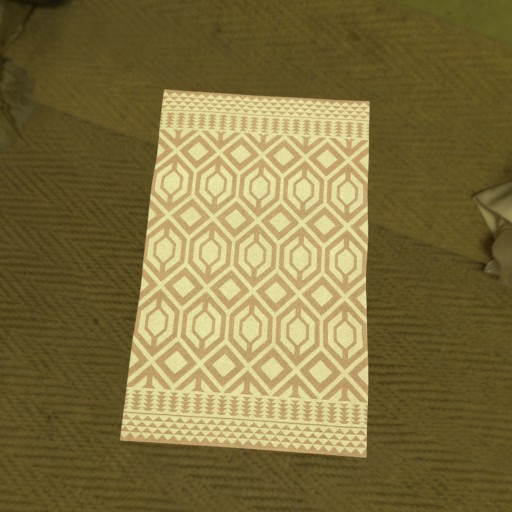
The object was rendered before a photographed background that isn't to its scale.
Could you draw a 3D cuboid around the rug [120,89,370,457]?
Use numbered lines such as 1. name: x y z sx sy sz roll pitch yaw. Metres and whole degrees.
1. rug: 0.000 0.000 2.994 1.526 0.011 2.435 4 77 1
